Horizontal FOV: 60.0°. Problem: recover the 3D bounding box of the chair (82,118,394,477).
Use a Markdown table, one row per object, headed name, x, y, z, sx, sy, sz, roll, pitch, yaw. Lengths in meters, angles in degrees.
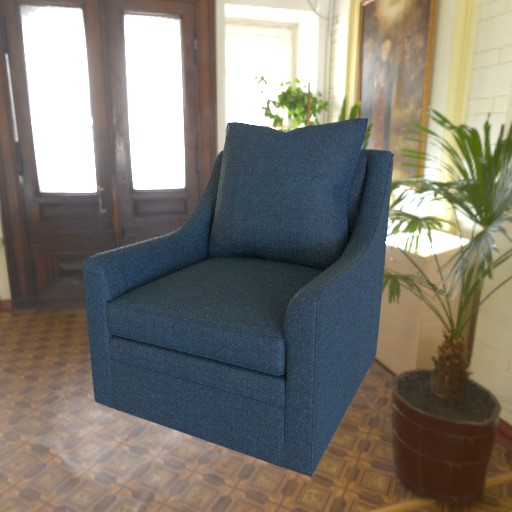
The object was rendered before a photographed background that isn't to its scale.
| name | x | y | z | sx | sy | sz | roll | pitch | yaw |
| --- | --- | --- | --- | --- | --- | --- | --- | --- | --- |
| chair | 0.000 | 0.000 | 1.547 | 0.750 | 0.939 | 0.870 | 7 | 16 | 26 |
